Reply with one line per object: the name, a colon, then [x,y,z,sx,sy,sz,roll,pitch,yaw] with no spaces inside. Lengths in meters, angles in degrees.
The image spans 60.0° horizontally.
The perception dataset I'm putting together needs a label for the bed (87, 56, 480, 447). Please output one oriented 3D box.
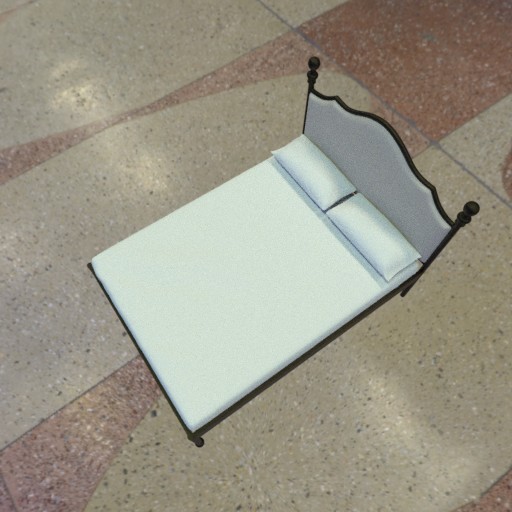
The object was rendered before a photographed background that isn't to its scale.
bed: [0.000,0.000,3.343,2.224,1.499,1.642,-32,68,-15]
